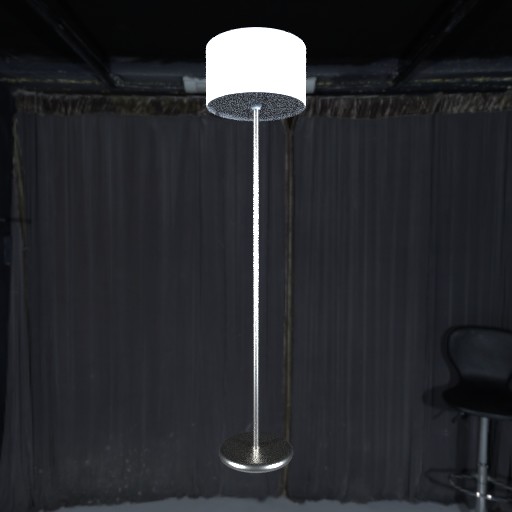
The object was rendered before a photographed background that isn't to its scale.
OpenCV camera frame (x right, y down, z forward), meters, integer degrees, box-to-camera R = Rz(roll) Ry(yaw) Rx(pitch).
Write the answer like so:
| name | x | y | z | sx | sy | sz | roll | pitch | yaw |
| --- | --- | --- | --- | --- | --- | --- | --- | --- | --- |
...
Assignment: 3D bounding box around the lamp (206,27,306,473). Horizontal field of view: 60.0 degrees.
| name | x | y | z | sx | sy | sz | roll | pitch | yaw |
| --- | --- | --- | --- | --- | --- | --- | --- | --- | --- |
| lamp | 0.000 | 0.000 | 1.587 | 0.347 | 1.443 | 0.347 | 0 | 2 | -1 |
